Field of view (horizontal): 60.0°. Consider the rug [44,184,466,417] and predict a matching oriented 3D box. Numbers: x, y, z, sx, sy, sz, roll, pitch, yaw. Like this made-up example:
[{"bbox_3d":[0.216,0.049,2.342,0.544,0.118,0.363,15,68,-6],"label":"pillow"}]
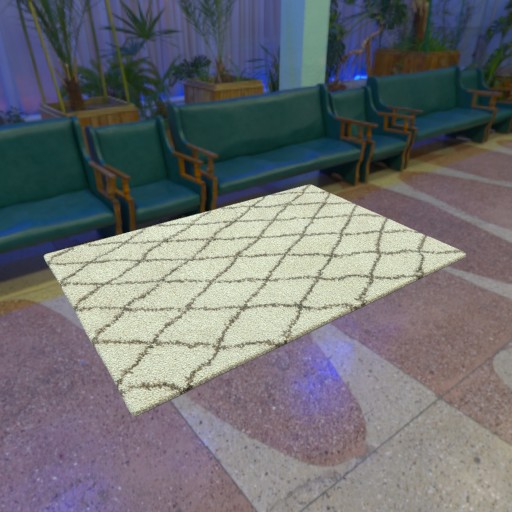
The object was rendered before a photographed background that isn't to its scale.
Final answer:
[{"bbox_3d":[0.000,0.000,2.252,1.778,0.030,1.219,-19,35,-30],"label":"rug"}]
